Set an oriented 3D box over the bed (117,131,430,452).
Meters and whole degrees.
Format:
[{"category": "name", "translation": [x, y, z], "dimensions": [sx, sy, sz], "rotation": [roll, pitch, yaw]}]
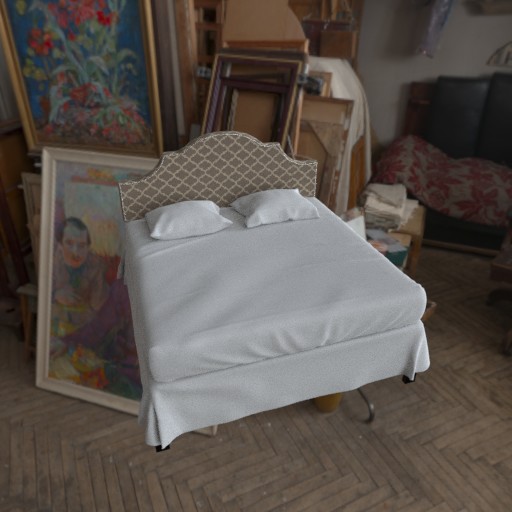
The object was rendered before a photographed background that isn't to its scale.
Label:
[{"category": "bed", "translation": [0.000, 0.000, 3.692], "dimensions": [2.314, 1.601, 2.222], "rotation": [-9, 31, -16]}]
